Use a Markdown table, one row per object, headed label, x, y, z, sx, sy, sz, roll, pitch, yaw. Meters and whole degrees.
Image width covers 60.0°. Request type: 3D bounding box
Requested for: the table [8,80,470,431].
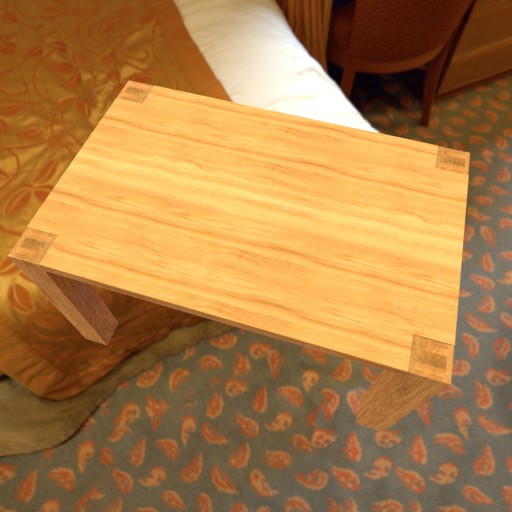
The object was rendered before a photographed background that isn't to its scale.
| label | x | y | z | sx | sy | sz | roll | pitch | yaw |
| --- | --- | --- | --- | --- | --- | --- | --- | --- | --- |
| table | 0.000 | 0.000 | 1.867 | 1.400 | 0.760 | 0.900 | 15 | 60 | 9 |
